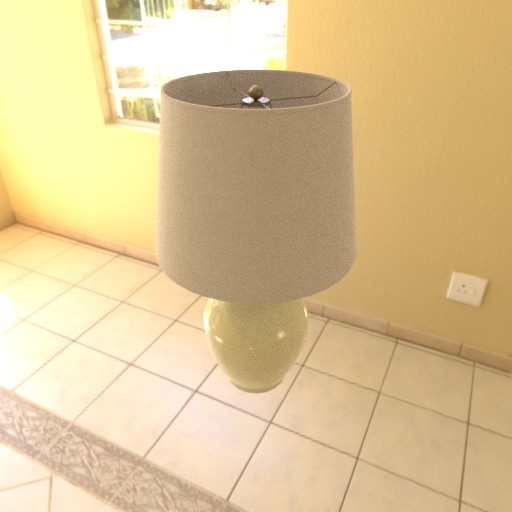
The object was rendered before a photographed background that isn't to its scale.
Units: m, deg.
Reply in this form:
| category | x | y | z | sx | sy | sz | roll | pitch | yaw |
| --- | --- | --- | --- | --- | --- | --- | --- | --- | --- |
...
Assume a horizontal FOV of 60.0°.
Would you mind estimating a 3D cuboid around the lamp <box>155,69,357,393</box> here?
| category | x | y | z | sx | sy | sz | roll | pitch | yaw |
| --- | --- | --- | --- | --- | --- | --- | --- | --- | --- |
| lamp | 0.000 | 0.000 | 0.547 | 0.239 | 0.399 | 0.239 | 0 | 32 | 0 |
